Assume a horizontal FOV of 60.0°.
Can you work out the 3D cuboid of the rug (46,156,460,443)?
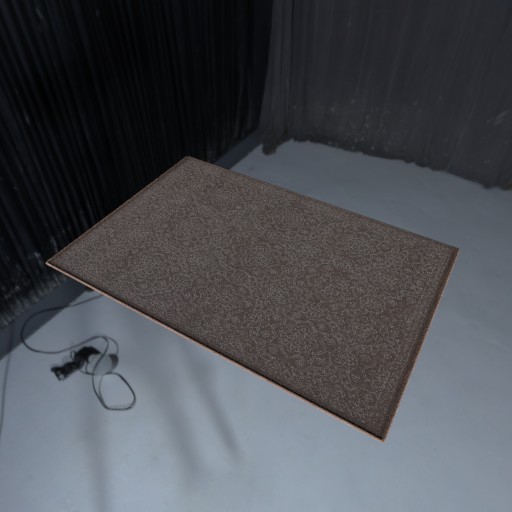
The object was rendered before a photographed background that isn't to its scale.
[{"bbox_3d":[0.000,0.000,2.930,2.286,0.011,1.524,23,49,22],"label":"rug"}]
